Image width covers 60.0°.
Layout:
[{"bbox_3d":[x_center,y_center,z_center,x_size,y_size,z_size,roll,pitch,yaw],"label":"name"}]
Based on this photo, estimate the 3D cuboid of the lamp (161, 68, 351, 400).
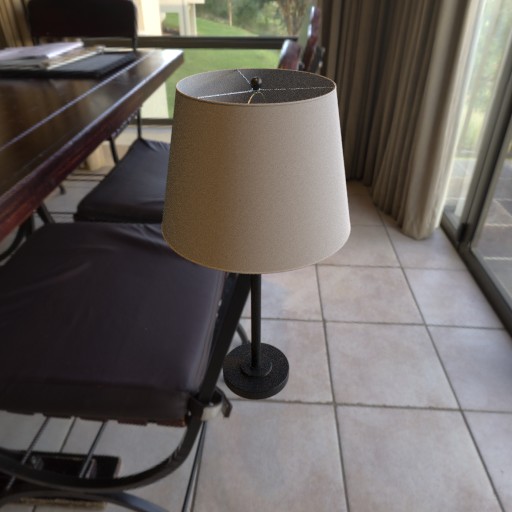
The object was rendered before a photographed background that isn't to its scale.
[{"bbox_3d":[0.000,0.000,0.911,0.363,0.696,0.363,0,33,0],"label":"lamp"}]
